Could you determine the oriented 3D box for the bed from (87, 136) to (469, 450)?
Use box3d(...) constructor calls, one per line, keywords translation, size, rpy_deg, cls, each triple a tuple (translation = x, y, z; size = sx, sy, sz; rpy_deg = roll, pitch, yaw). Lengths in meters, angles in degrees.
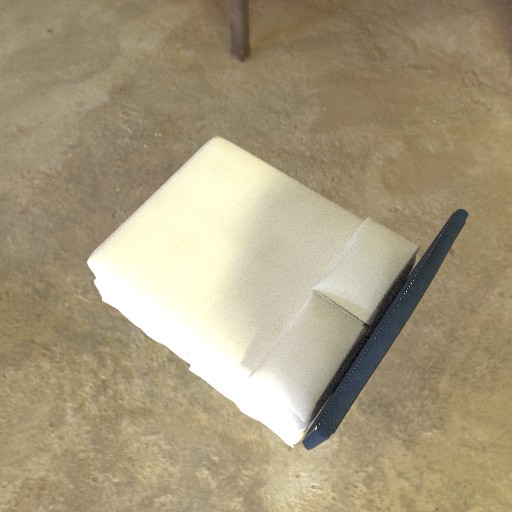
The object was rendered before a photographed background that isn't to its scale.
box3d(translation=(0.000, 0.000, 3.252), size=(2.153, 1.518, 1.713), rpy_deg=(34, 68, 16), cls="bed")
